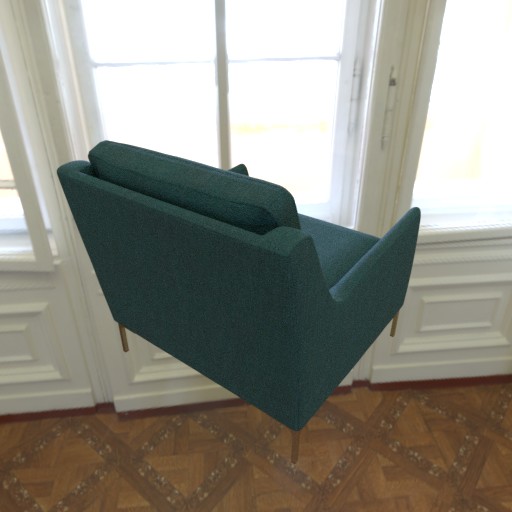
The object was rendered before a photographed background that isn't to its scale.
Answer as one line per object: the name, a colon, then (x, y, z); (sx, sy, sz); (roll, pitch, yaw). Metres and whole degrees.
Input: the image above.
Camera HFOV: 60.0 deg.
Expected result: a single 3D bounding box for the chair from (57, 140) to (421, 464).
chair: (0.000, 0.000, 1.519); (0.847, 0.828, 0.849); (21, 36, 32)
